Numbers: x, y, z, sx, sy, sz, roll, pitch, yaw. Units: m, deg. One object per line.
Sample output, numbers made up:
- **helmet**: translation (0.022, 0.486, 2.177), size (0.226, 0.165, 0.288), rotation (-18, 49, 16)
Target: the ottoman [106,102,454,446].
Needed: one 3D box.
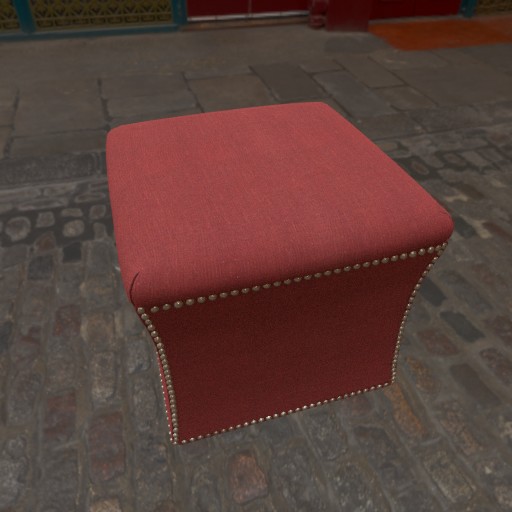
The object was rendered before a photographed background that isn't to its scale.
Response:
- **ottoman**: translation (0.000, 0.000, 0.910), size (0.507, 0.475, 0.497), rotation (-11, 42, -13)
